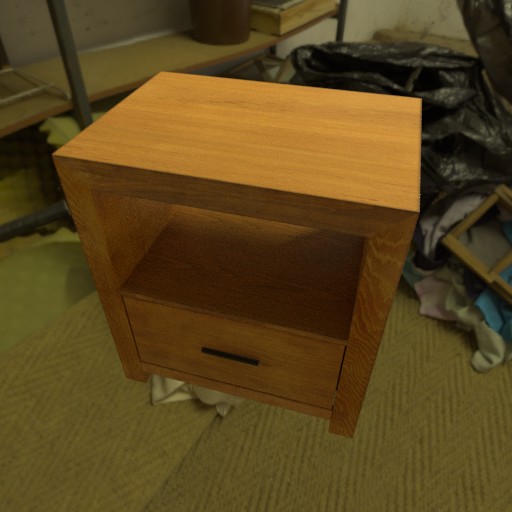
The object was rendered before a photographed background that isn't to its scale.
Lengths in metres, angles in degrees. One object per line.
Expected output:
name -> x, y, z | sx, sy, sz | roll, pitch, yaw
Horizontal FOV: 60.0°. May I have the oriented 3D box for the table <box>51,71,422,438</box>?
table -> 0.000, 0.000, 0.966 | 0.550, 0.605, 0.400 | 11, 42, 12
